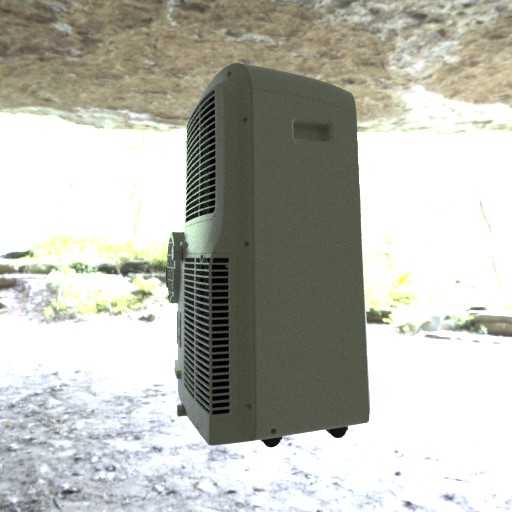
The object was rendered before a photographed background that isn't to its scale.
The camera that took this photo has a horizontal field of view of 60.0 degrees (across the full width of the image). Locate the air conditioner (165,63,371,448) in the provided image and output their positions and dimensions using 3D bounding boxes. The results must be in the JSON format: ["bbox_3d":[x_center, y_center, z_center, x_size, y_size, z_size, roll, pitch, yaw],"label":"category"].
[{"bbox_3d":[0.000,0.000,0.987,0.365,0.700,0.454,0,0,-18],"label":"air conditioner"}]
